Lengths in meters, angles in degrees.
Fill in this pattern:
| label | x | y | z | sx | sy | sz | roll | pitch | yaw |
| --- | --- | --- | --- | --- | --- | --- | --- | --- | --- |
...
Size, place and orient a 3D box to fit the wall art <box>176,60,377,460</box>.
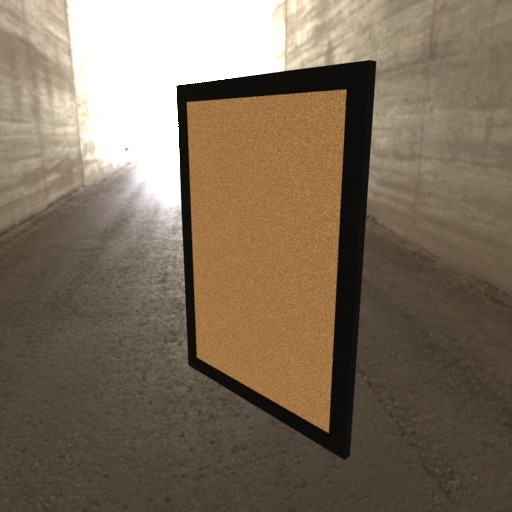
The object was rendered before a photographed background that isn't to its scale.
| label | x | y | z | sx | sy | sz | roll | pitch | yaw |
| --- | --- | --- | --- | --- | --- | --- | --- | --- | --- |
| wall art | 0.000 | 0.000 | 0.604 | 0.011 | 0.459 | 0.326 | -15 | 21 | -42 |
